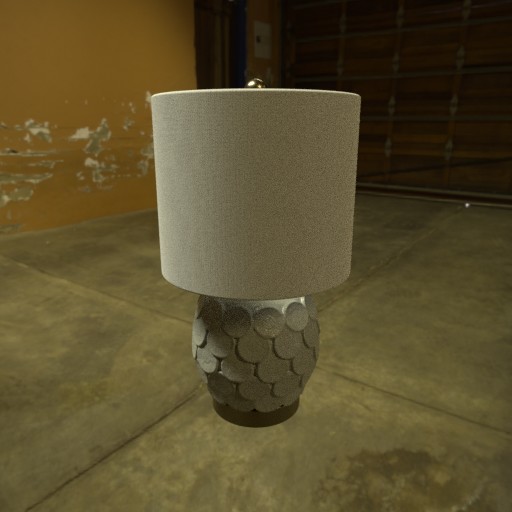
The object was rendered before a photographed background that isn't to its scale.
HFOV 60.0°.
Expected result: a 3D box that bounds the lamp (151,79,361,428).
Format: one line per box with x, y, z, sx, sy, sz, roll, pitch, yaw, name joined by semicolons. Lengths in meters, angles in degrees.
0.000;0.000;0.606;0.254;0.452;0.254;0;16;0;lamp
